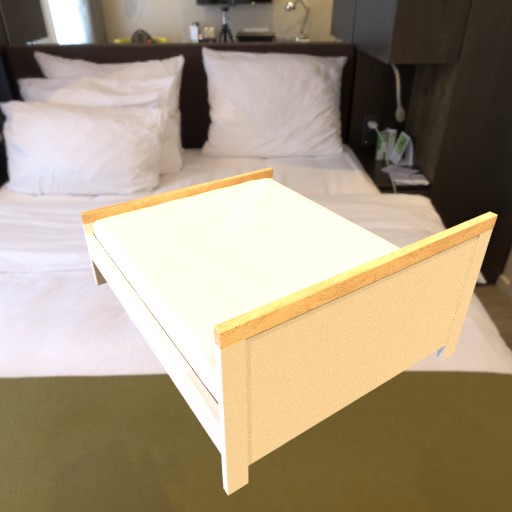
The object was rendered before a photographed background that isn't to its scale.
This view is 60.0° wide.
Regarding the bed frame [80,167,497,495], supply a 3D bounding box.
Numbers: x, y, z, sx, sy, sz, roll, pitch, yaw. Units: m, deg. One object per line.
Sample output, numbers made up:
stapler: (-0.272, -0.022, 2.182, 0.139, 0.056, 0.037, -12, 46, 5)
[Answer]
bed frame: (0.000, 0.000, 2.903, 1.670, 0.980, 2.050, -19, 36, -28)
